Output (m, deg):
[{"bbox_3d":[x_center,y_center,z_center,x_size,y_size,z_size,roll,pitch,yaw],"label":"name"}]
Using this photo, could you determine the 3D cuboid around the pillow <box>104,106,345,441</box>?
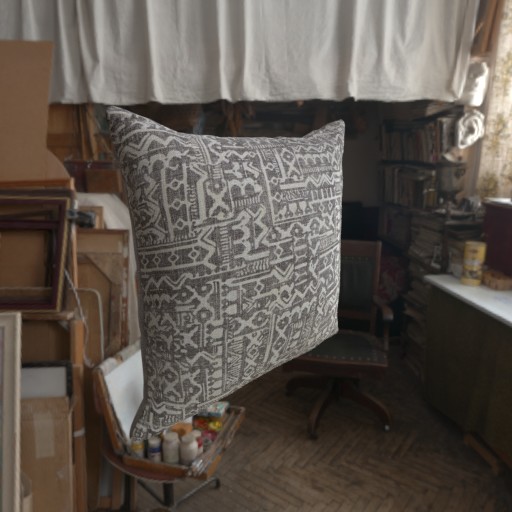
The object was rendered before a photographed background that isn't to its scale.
[{"bbox_3d":[0.000,0.000,0.796,0.180,0.487,0.546,13,19,42],"label":"pillow"}]
